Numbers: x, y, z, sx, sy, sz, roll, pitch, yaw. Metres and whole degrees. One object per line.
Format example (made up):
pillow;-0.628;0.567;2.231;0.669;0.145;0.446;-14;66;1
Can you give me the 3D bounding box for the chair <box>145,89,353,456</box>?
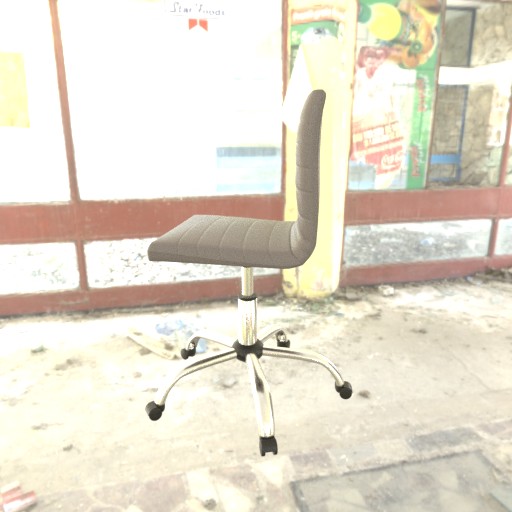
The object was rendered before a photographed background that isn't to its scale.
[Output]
chair;0.000;0.000;1.147;0.530;0.780;0.556;2;15;7
